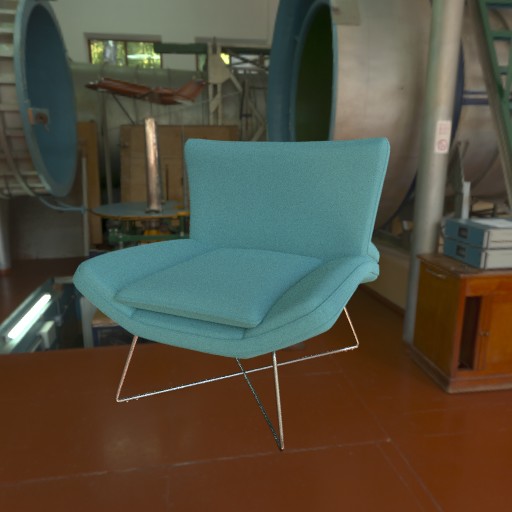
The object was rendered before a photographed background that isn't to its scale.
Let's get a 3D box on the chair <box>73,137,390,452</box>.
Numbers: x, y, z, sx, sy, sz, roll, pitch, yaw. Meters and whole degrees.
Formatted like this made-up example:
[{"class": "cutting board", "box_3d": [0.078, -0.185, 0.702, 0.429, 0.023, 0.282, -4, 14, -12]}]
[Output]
[{"class": "chair", "box_3d": [0.000, 0.000, 1.649, 0.859, 0.855, 1.008, 6, 15, 24]}]
